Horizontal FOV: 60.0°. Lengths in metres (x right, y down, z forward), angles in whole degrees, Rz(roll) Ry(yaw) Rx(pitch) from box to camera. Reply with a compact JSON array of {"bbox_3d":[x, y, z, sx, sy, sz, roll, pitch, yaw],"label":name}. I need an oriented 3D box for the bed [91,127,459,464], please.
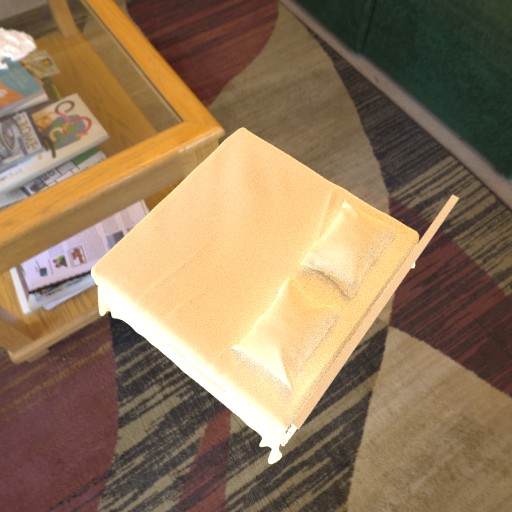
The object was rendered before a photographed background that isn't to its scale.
[{"bbox_3d":[0.000,0.000,3.719,2.215,1.273,2.317,35,68,16],"label":"bed"}]
